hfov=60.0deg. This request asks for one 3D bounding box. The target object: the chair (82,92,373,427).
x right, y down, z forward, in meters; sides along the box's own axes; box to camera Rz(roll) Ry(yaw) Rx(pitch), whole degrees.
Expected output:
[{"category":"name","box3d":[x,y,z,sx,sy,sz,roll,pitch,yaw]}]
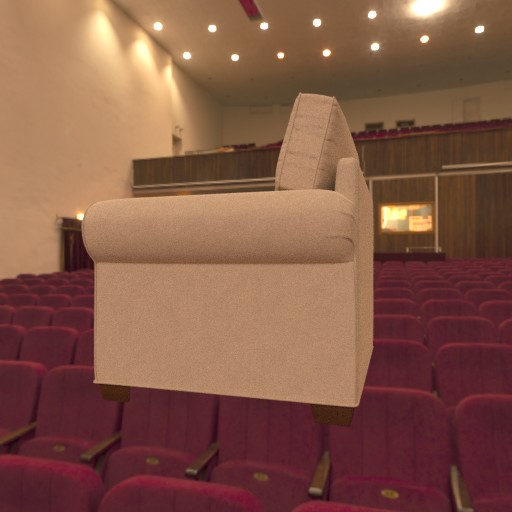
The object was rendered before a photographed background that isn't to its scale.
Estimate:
[{"category":"chair","box3d":[0.000,0.000,1.753,0.863,0.955,1.040,0,-1,17]}]
